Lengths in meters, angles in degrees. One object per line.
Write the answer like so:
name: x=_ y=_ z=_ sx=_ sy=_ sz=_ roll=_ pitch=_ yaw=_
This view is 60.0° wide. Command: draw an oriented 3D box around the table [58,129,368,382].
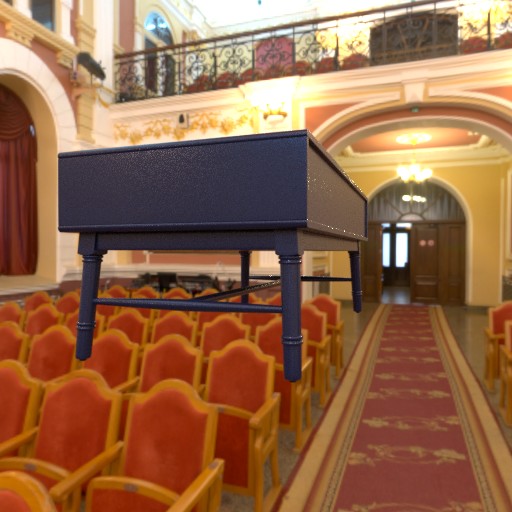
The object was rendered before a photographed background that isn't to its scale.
table: x=0.000 y=0.000 z=1.373 sx=0.572 sy=0.457 sz=1.067 roll=0 pitch=1 yaw=20
